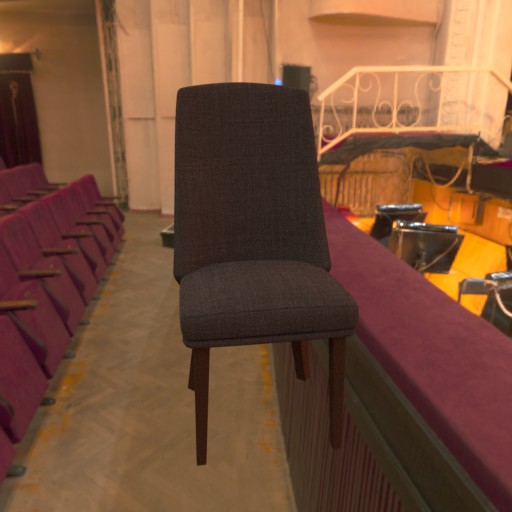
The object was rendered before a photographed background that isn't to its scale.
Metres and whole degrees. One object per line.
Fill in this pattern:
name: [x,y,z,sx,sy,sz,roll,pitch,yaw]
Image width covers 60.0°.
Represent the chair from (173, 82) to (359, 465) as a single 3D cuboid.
chair: [0.000,0.000,1.367,0.510,1.050,0.577,-3,17,-9]
